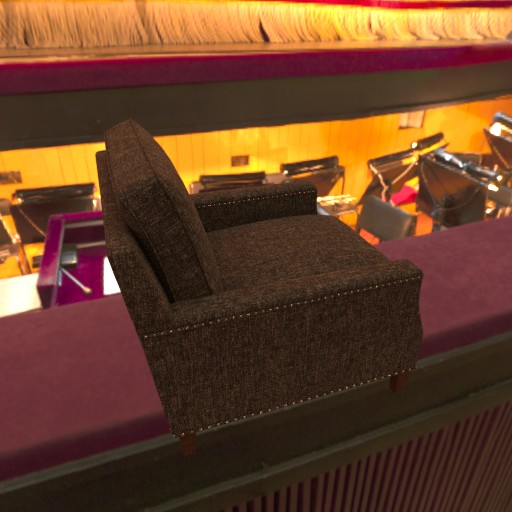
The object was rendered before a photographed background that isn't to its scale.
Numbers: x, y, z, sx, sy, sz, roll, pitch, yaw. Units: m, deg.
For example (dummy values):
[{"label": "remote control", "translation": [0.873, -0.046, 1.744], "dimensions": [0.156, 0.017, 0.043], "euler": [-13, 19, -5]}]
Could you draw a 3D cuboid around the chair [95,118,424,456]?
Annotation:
[{"label": "chair", "translation": [0.000, 0.000, 1.663], "dimensions": [1.014, 0.943, 0.853], "euler": [-10, 32, -17]}]
